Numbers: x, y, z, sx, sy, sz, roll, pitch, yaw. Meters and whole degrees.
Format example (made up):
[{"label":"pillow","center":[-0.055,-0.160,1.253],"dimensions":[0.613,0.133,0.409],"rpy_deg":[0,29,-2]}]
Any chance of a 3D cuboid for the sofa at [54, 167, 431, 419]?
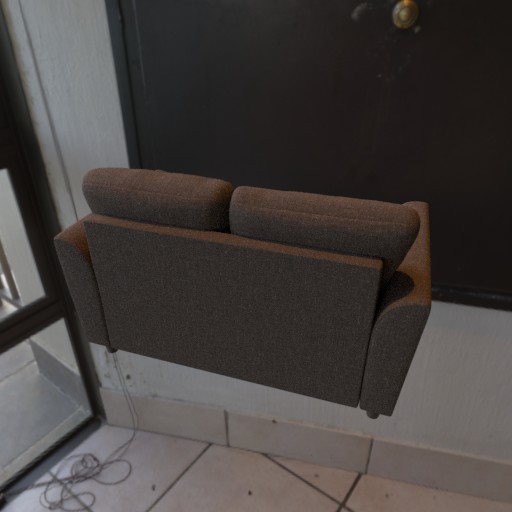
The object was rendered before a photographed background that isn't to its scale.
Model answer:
[{"label":"sofa","center":[0.000,0.000,1.997],"dimensions":[1.423,0.885,0.851],"rpy_deg":[9,32,15]}]
